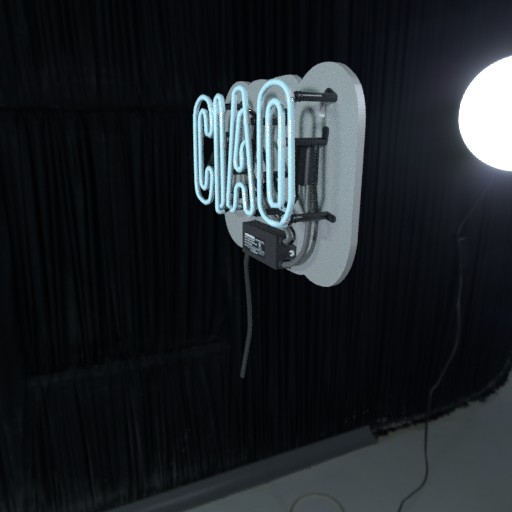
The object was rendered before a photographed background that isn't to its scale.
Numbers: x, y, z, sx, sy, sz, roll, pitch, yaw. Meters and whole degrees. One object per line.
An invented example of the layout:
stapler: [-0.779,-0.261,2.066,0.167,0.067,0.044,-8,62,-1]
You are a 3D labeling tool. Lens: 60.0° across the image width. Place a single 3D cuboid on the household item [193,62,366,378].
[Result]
household item: [0.000,0.000,0.381,0.042,0.294,0.211,-8,18,-26]
